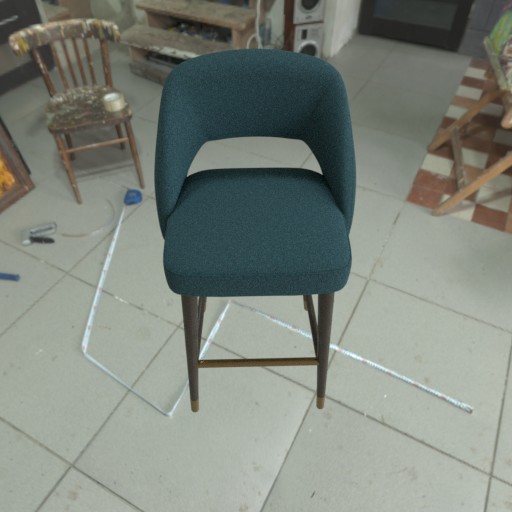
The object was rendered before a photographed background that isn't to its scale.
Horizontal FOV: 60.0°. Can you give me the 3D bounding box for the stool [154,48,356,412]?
[{"bbox_3d":[0.000,0.000,1.343,0.536,1.032,0.522,-1,47,-1],"label":"stool"}]
